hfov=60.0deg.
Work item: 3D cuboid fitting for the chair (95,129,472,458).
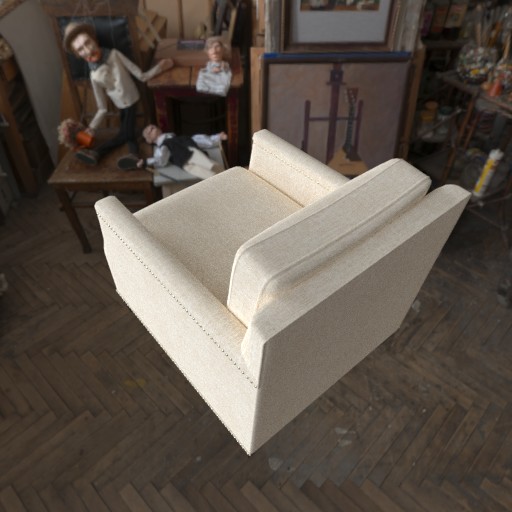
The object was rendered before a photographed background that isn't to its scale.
[{"bbox_3d":[0.000,0.000,1.710,0.838,0.940,1.041,-31,53,-27],"label":"chair"}]
